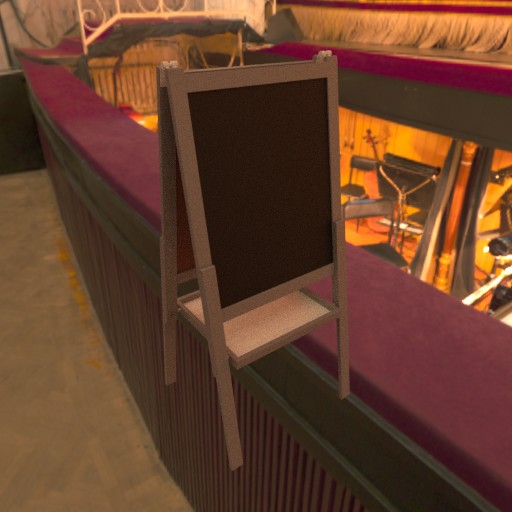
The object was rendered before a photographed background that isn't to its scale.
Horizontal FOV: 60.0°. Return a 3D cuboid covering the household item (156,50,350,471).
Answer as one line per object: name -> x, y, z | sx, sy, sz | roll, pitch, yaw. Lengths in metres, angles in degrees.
household item -> 0.000, 0.000, 1.416 | 0.531, 1.172, 0.469 | -20, 35, -31
